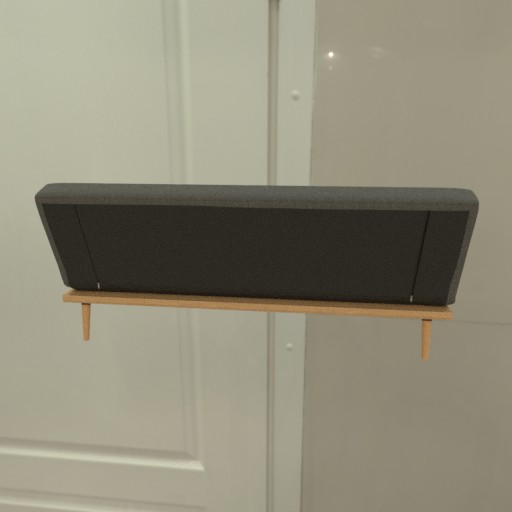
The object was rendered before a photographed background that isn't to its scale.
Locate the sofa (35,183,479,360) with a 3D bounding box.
[{"bbox_3d":[0.000,0.000,2.226,1.820,0.770,0.820,2,15,7],"label":"sofa"}]
